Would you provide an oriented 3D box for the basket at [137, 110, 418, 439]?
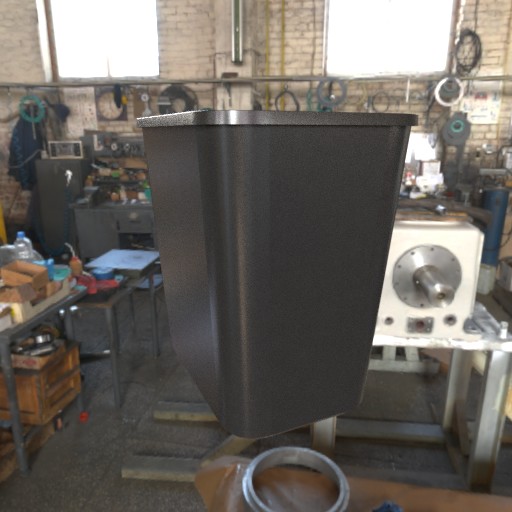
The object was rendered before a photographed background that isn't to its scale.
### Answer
[{"bbox_3d":[0.000,0.000,0.514,0.211,0.307,0.300,-7,17,-24],"label":"basket"}]
